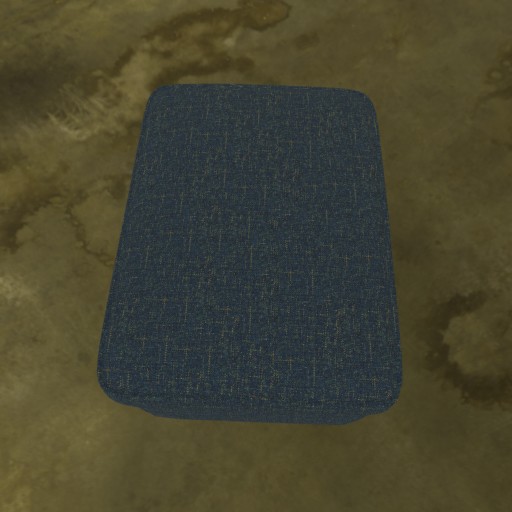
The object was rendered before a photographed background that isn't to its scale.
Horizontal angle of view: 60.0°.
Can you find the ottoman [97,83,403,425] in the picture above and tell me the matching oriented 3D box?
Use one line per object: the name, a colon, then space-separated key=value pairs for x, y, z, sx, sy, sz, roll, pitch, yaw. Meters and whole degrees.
ottoman: x=0.000 y=0.000 z=1.076 sx=0.549 sy=0.450 sz=0.749 roll=2 pitch=64 yaw=1
